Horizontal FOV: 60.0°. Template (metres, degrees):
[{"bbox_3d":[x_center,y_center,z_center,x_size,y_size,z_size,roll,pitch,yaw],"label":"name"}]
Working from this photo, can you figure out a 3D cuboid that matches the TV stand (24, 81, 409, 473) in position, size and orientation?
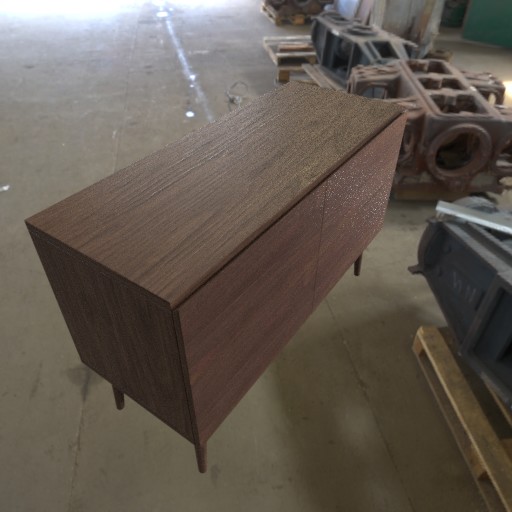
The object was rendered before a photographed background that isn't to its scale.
[{"bbox_3d":[0.000,0.000,1.291,0.405,0.660,0.990,24,45,26],"label":"TV stand"}]
